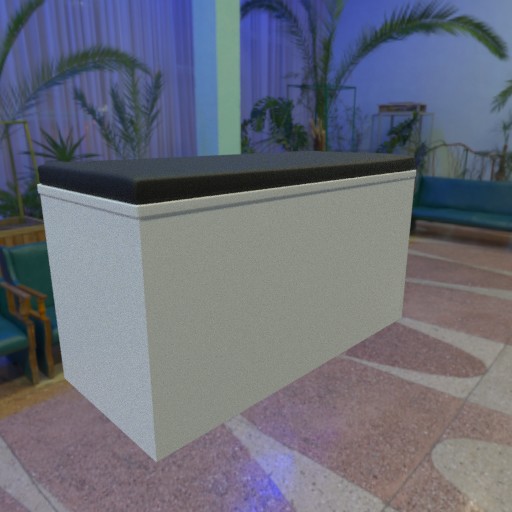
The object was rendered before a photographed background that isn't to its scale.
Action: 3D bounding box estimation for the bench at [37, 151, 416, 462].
[{"bbox_3d":[0.000,0.000,1.151,0.899,0.500,0.401,-15,22,-43],"label":"bench"}]
